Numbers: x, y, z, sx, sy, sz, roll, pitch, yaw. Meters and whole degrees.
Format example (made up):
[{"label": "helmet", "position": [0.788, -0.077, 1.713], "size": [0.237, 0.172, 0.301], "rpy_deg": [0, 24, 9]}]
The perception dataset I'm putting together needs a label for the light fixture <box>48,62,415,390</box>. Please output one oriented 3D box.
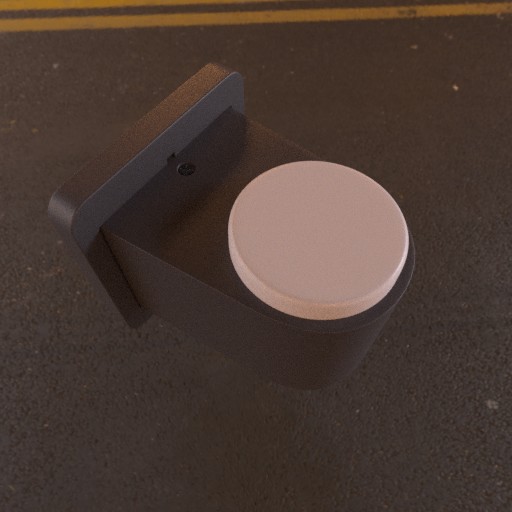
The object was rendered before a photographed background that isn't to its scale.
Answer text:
[{"label": "light fixture", "position": [0.000, 0.000, 0.212], "size": [0.132, 0.109, 0.109], "rpy_deg": [31, 63, 17]}]
